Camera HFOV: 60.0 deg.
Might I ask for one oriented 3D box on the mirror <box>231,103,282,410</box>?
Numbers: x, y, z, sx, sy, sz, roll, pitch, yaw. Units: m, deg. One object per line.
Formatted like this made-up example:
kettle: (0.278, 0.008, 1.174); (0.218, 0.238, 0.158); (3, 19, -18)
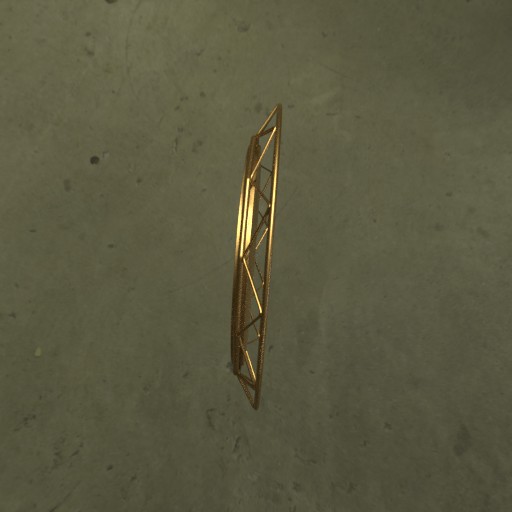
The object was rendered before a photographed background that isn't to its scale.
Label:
mirror: (0.000, 0.000, 0.692); (0.043, 0.454, 0.454); (4, 76, 1)
